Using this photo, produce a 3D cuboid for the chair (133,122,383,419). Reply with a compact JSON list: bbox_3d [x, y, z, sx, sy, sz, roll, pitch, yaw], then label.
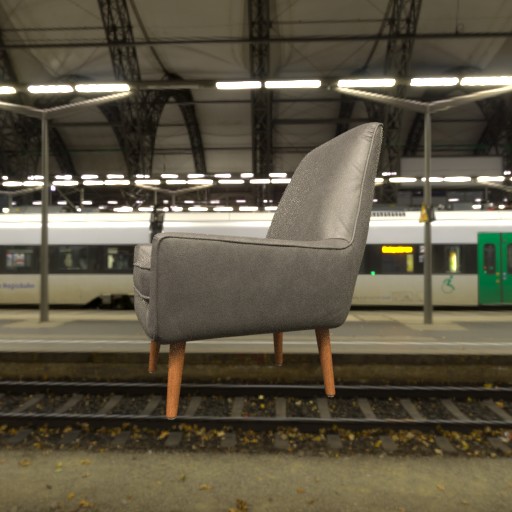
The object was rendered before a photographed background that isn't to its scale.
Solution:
[{"bbox_3d":[0.000,0.000,1.556,0.822,0.888,0.787,0,-1,-19],"label":"chair"}]
